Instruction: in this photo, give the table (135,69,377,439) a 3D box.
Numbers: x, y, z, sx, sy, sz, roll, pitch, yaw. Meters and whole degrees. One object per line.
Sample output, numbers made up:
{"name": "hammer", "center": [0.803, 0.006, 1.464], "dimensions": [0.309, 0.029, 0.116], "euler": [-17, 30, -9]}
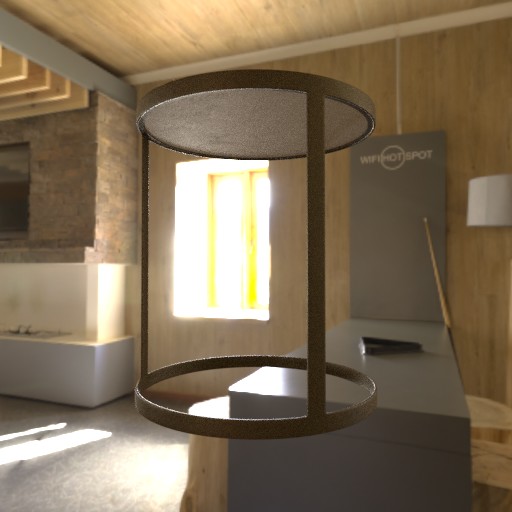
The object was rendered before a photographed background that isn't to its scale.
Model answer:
{"name": "table", "center": [0.000, 0.000, 0.915], "dimensions": [0.480, 0.565, 0.480], "euler": [0, -1, 0]}
